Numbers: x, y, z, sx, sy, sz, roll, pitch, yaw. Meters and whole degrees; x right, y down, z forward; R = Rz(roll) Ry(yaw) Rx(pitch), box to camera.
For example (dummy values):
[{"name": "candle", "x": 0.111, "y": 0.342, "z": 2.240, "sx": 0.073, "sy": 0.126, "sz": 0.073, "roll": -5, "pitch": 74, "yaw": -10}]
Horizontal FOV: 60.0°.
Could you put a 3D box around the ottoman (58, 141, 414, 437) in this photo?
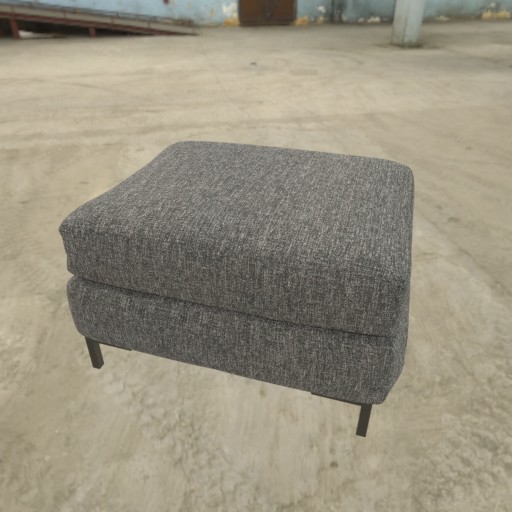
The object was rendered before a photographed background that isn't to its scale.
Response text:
[{"name": "ottoman", "x": 0.000, "y": 0.000, "z": 1.233, "sx": 0.828, "sy": 0.480, "sz": 0.683, "roll": 9, "pitch": 33, "yaw": 15}]
